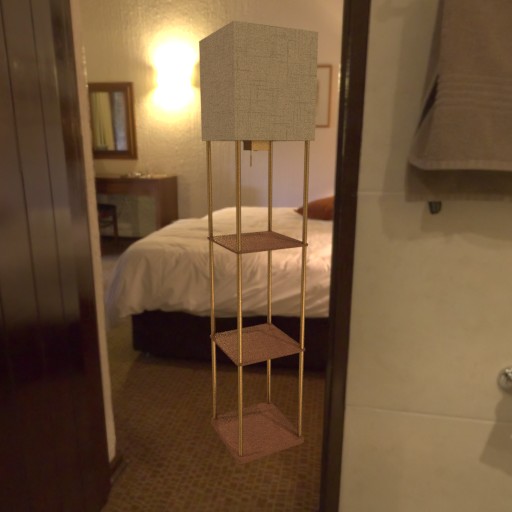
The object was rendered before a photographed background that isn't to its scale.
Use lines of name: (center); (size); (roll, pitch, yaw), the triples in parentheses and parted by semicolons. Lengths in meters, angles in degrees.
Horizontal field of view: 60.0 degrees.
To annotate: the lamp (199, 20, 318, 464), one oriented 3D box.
lamp: (0.000, 0.000, 1.728); (0.308, 1.569, 0.310); (-7, 16, -26)
